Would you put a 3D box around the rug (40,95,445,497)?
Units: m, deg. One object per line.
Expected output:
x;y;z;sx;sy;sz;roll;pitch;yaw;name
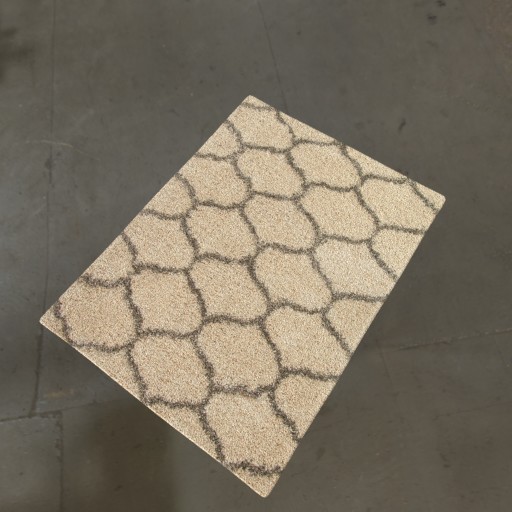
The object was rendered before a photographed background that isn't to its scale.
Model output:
0.000;0.000;2.069;1.200;0.025;1.600;32;69;14;rug
